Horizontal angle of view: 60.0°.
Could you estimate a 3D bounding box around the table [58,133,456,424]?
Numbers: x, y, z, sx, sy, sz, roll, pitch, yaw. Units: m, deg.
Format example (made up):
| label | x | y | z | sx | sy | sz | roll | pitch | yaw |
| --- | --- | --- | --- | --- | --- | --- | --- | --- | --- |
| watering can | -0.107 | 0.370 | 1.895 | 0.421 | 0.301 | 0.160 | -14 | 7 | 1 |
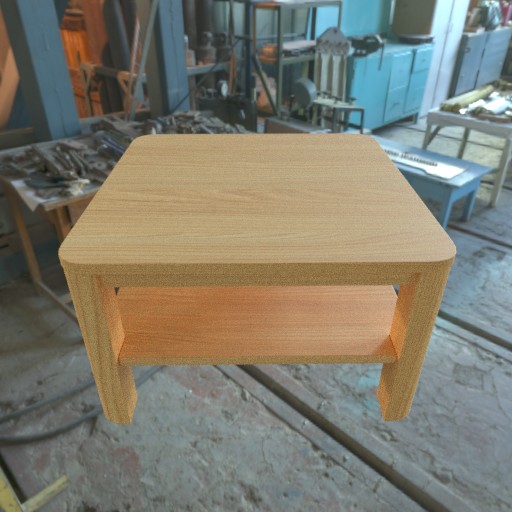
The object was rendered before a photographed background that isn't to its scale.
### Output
| label | x | y | z | sx | sy | sz | roll | pitch | yaw |
| --- | --- | --- | --- | --- | --- | --- | --- | --- | --- |
| table | 0.000 | 0.000 | 1.225 | 0.750 | 0.450 | 0.750 | 0 | 33 | -1 |
